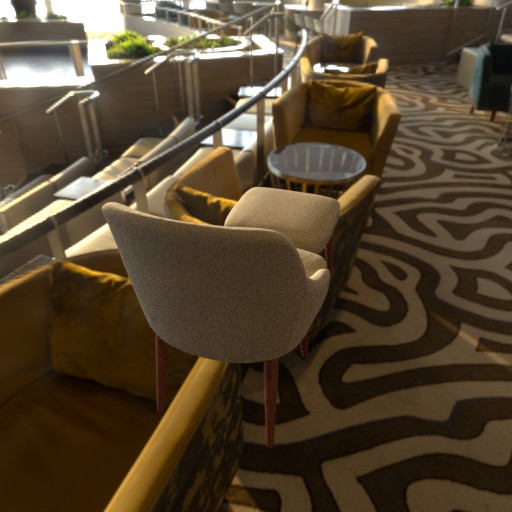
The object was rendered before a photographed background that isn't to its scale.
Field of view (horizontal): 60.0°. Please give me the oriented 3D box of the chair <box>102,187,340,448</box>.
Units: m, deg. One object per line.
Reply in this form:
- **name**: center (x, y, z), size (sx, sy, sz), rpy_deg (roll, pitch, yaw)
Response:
- **chair**: center (0.000, 0.000, 1.614), size (0.584, 0.866, 1.114), rpy_deg (11, 35, 16)
